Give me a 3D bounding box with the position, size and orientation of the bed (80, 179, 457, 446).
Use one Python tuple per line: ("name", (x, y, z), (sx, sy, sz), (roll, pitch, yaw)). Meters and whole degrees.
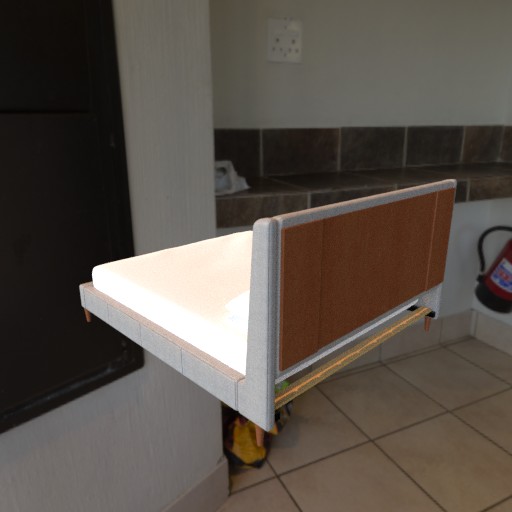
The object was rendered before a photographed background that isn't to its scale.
("bed", (0.000, 0.000, 3.666), (2.062, 1.289, 2.342), (-16, 23, -42))
